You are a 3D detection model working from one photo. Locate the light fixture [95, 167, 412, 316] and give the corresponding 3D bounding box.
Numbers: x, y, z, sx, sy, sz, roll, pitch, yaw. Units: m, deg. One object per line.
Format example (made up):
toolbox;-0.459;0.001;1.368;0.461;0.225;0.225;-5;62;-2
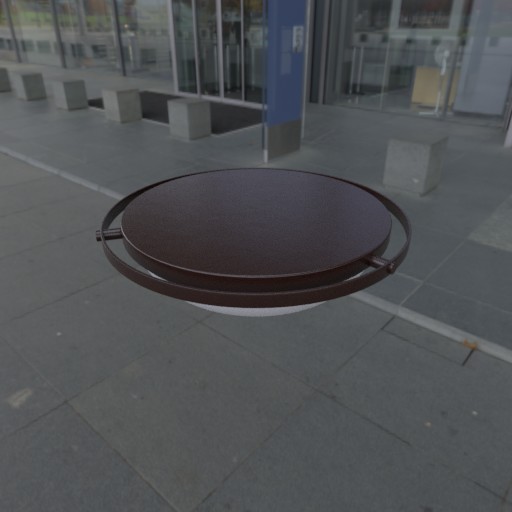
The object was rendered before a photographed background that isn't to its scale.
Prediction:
light fixture;0.000;0.000;0.566;0.361;0.130;0.361;0;28;0
